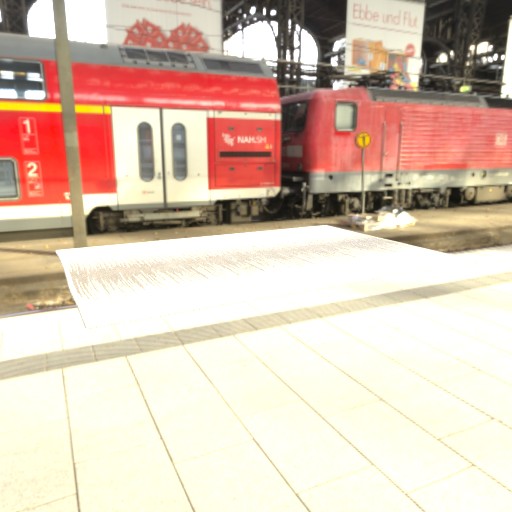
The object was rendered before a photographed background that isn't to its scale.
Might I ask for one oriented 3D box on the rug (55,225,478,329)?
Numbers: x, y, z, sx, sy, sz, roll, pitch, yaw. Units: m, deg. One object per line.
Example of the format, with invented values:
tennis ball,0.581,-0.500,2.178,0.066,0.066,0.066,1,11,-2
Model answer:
rug,0.000,0.000,2.278,1.815,0.007,1.226,-7,15,-27
